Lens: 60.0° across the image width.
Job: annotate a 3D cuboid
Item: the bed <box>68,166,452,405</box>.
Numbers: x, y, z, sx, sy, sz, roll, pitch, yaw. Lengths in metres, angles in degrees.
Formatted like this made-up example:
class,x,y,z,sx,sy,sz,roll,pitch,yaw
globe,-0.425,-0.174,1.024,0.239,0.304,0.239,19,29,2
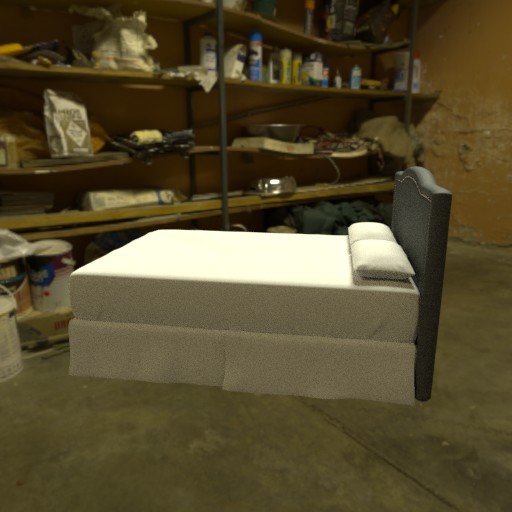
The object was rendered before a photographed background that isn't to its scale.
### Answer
class,x,y,z,sx,sy,sz,roll,pitch,yaw
bed,0.000,0.000,3.602,2.507,1.441,1.747,2,15,10
